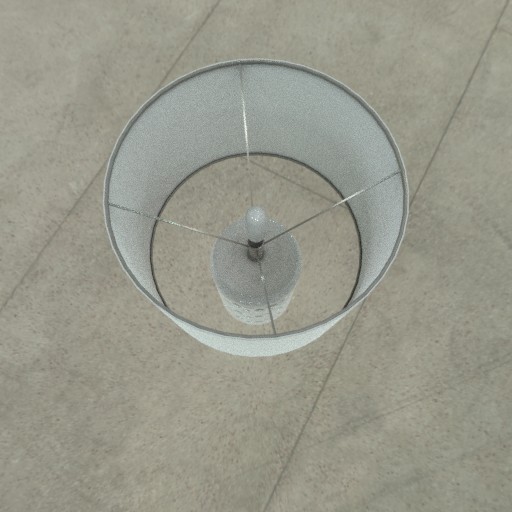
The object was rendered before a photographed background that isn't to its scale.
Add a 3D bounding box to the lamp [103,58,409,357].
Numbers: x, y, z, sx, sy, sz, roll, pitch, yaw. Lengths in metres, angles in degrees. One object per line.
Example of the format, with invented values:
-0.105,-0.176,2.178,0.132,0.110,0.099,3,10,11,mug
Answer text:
0.000,0.000,0.685,0.310,0.502,0.310,0,74,0,lamp
